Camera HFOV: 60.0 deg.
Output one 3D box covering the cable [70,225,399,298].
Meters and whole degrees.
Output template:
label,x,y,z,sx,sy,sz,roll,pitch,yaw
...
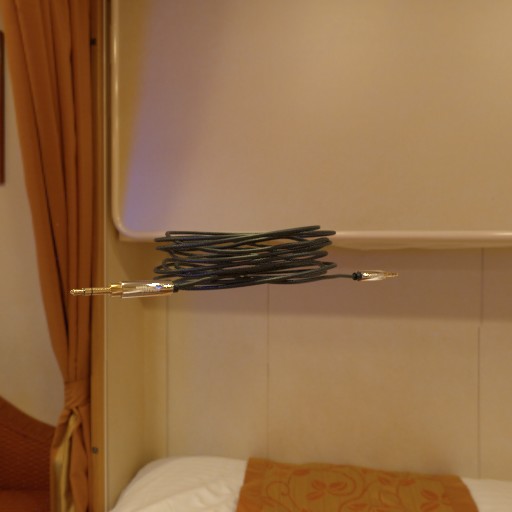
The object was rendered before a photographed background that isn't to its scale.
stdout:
label,x,y,z,sx,sy,sz,roll,pitch,yaw
cable,0.000,0.000,0.509,0.432,0.069,0.198,0,1,-37
